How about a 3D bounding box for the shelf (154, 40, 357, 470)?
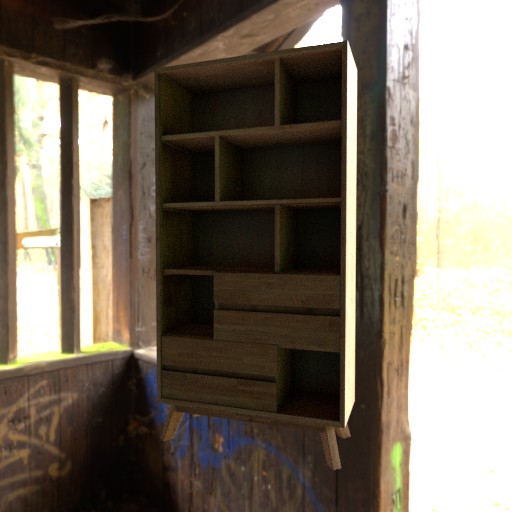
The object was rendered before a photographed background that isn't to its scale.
[{"bbox_3d":[0.000,0.000,1.767,0.748,1.471,0.308,1,2,19],"label":"shelf"}]
